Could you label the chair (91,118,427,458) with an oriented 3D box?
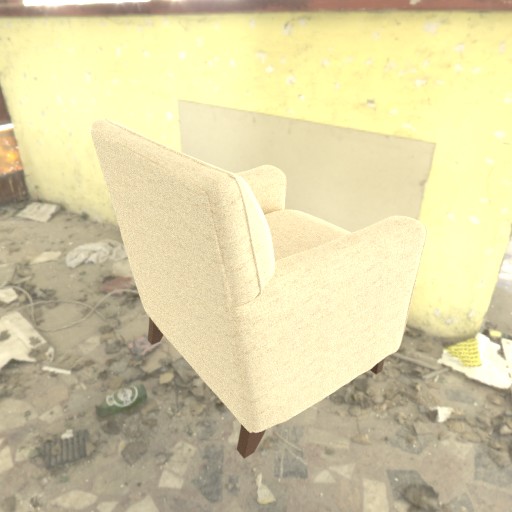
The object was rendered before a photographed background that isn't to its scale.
[{"bbox_3d":[0.000,0.000,1.621,0.823,0.943,0.870,-19,33,-31],"label":"chair"}]
